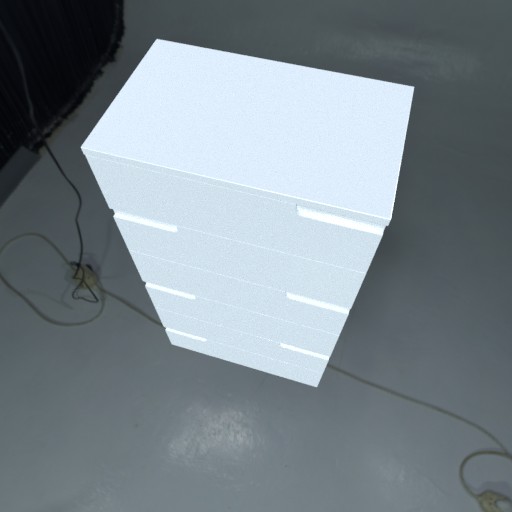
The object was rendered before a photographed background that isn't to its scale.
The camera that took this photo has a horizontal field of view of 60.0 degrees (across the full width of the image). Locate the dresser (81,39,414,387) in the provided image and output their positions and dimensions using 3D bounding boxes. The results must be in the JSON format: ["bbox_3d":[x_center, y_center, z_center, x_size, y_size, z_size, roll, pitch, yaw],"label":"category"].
[{"bbox_3d":[0.000,0.000,1.489,0.650,1.190,0.400,14,60,9],"label":"dresser"}]
